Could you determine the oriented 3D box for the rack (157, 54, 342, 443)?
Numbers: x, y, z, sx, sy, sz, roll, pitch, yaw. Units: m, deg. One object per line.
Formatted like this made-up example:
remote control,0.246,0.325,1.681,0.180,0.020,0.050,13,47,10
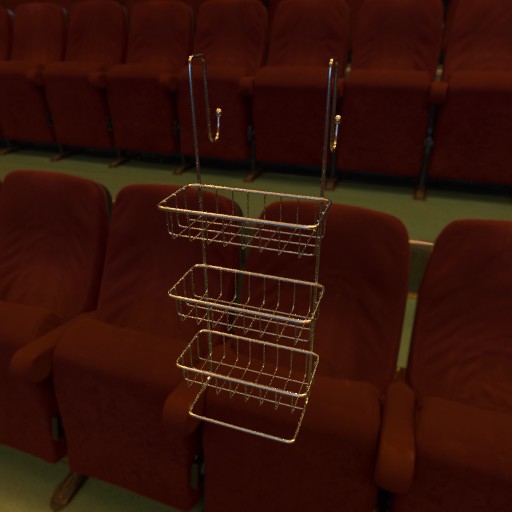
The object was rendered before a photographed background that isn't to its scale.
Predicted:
rack,0.000,0.000,0.699,0.228,0.574,0.202,9,29,17
